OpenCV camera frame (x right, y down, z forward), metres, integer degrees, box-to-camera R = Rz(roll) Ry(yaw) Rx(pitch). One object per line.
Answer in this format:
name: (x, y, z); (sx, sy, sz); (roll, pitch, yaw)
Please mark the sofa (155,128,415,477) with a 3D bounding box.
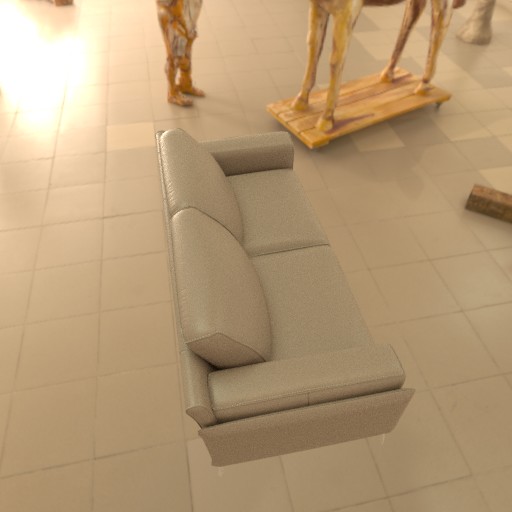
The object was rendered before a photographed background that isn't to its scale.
sofa: (0.000, 0.000, 2.591); (1.049, 0.930, 2.101); (-9, 48, -8)
